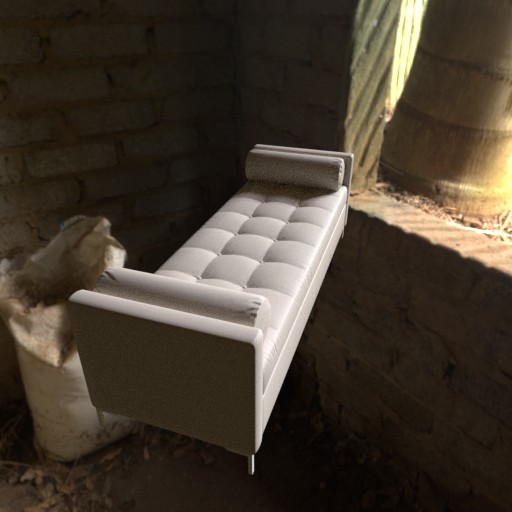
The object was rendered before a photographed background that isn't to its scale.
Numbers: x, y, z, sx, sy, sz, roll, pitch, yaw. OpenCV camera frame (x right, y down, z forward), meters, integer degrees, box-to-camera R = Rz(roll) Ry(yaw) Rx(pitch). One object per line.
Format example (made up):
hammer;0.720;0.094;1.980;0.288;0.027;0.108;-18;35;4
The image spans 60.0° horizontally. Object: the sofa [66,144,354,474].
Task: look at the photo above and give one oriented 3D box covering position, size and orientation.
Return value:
sofa;0.000;0.000;2.342;0.686;0.635;1.981;10;31;16
